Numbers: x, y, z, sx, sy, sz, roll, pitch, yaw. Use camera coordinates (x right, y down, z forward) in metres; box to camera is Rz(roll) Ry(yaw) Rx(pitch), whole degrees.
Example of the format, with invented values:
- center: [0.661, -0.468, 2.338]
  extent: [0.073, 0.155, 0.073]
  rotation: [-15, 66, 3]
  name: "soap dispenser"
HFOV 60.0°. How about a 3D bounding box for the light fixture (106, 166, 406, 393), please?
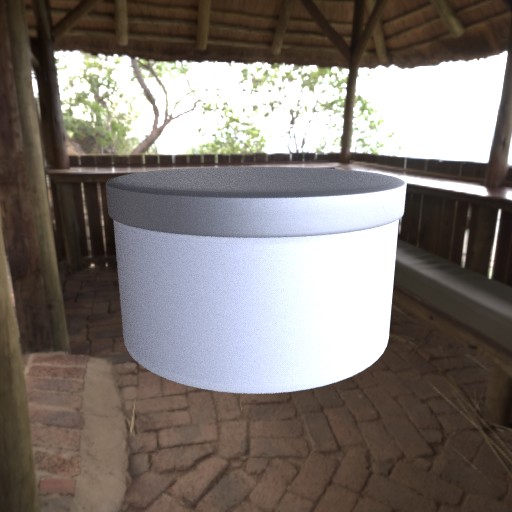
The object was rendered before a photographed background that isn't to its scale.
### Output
- center: [0.000, 0.000, 0.639]
  extent: [0.393, 0.229, 0.393]
  rotation: [0, 15, 0]
  name: "light fixture"
